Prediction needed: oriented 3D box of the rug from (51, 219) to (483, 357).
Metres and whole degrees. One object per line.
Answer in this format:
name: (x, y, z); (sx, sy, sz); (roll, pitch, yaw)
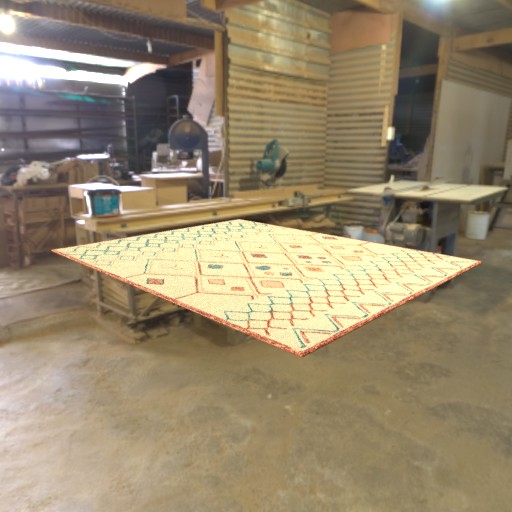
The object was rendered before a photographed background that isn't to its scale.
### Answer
rug: (0.000, 0.000, 3.993); (3.050, 0.016, 2.441); (14, 20, 43)
